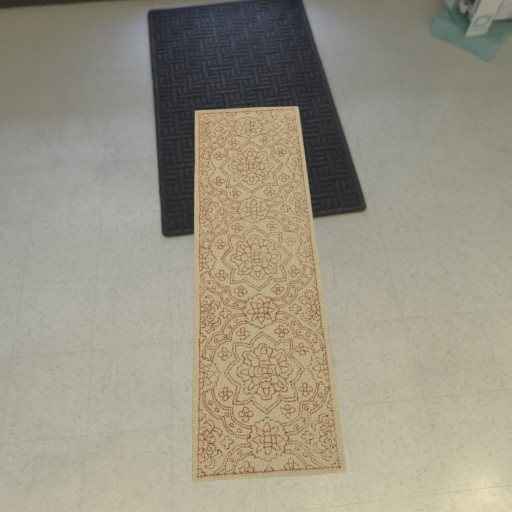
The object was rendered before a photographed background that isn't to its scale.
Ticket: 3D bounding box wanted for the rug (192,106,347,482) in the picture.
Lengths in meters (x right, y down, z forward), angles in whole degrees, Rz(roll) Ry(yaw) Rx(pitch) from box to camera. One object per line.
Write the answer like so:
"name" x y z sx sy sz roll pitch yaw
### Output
"rug" 0.000 0.000 2.731 0.769 0.012 2.448 -3 63 -1
